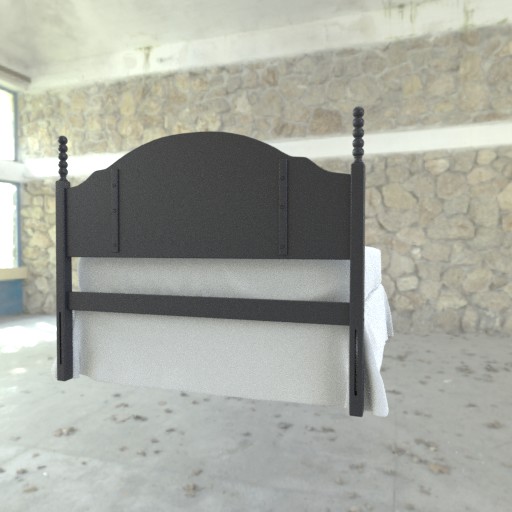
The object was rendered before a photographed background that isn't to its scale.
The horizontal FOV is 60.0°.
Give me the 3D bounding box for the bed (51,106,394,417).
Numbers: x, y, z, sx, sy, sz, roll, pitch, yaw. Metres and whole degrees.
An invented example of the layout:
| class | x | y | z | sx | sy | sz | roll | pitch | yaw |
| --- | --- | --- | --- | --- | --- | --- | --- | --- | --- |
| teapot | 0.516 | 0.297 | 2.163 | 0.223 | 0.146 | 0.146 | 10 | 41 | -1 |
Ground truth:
| class | x | y | z | sx | sy | sz | roll | pitch | yaw |
| --- | --- | --- | --- | --- | --- | --- | --- | --- | --- |
| bed | 0.000 | 0.000 | 3.137 | 1.873 | 1.356 | 2.040 | 0 | 1 | 19 |
